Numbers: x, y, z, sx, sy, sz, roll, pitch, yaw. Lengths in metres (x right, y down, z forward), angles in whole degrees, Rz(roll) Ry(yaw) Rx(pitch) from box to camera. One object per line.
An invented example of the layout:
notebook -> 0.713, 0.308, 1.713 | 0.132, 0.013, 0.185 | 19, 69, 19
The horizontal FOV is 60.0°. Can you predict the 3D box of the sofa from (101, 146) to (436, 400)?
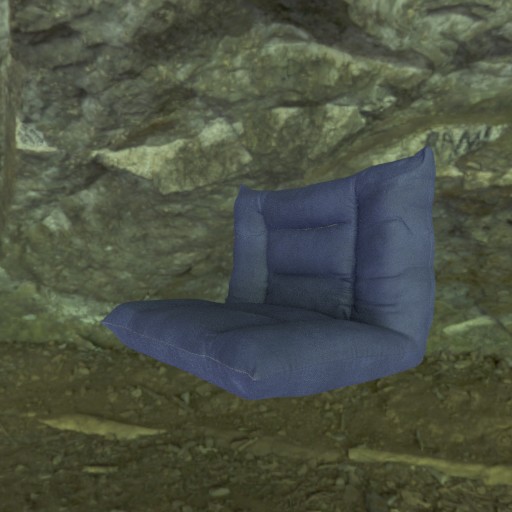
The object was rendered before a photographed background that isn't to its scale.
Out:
sofa -> 0.000, 0.000, 1.715 | 0.849, 0.778, 1.122 | 0, -1, -36
